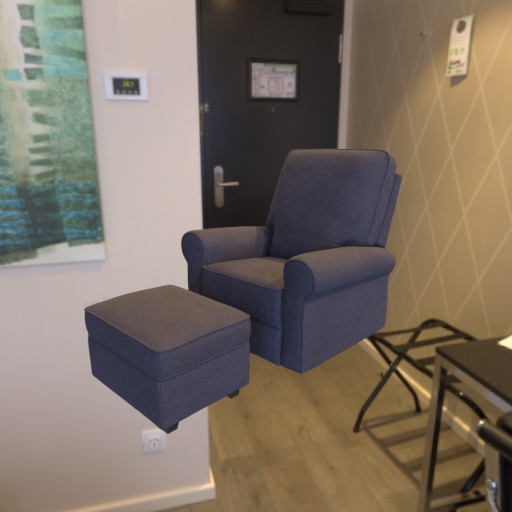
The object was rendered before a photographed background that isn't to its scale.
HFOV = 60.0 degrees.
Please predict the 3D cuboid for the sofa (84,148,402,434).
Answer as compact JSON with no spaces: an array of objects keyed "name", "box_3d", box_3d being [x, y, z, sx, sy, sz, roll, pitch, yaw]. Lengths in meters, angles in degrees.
[{"name":"sofa","box_3d":[0.000,0.000,2.084,0.880,0.959,1.478,14,21,42]}]
